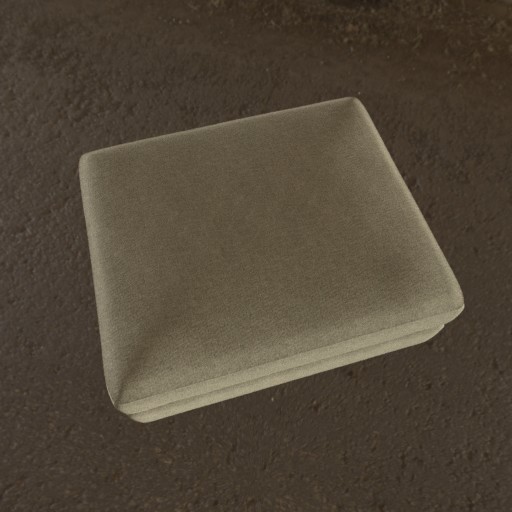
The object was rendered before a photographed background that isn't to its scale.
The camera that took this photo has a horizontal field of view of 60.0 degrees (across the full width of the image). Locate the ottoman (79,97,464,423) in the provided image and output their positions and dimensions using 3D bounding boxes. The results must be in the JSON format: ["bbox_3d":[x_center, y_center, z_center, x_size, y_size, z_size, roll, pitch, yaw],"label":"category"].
[{"bbox_3d":[0.000,0.000,1.251,0.821,0.474,0.693,-14,64,-7],"label":"ottoman"}]
